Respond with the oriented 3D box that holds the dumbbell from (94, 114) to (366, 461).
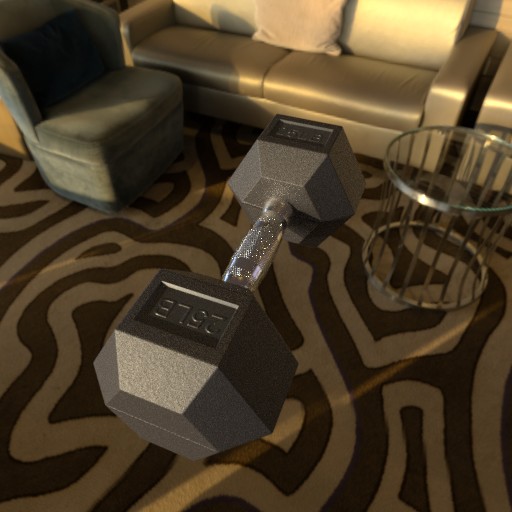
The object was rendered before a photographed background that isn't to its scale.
[{"bbox_3d":[0.000,0.000,0.371,0.129,0.113,0.315,16,48,15],"label":"dumbbell"}]
